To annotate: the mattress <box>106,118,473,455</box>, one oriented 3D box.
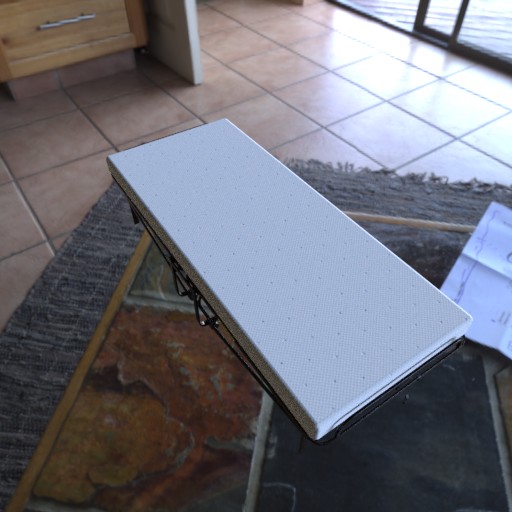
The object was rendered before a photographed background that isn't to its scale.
[{"bbox_3d":[0.000,0.000,2.521,0.922,0.519,2.153,-26,51,-23],"label":"mattress"}]
